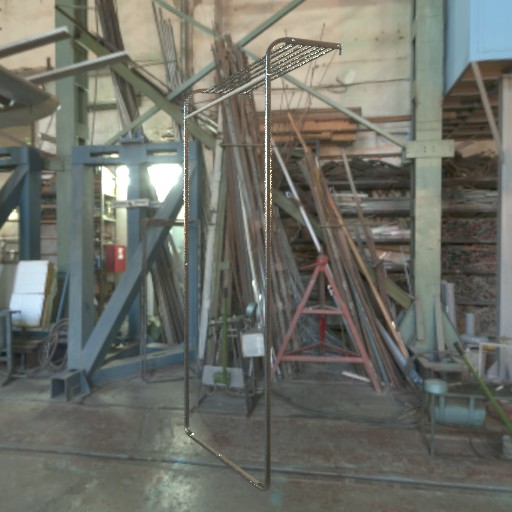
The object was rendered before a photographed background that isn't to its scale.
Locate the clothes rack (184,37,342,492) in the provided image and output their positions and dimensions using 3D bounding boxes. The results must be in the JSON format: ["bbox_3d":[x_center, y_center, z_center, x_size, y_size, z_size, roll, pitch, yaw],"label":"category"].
[{"bbox_3d":[0.000,0.000,1.797,0.349,1.574,0.609,-1,1,-35],"label":"clothes rack"}]
